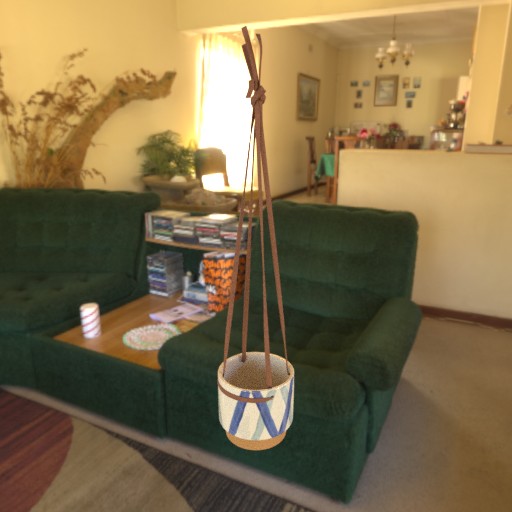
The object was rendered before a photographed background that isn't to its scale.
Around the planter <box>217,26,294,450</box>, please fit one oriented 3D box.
[{"bbox_3d":[0.000,0.000,0.821,0.153,0.753,0.157,3,16,9],"label":"planter"}]
